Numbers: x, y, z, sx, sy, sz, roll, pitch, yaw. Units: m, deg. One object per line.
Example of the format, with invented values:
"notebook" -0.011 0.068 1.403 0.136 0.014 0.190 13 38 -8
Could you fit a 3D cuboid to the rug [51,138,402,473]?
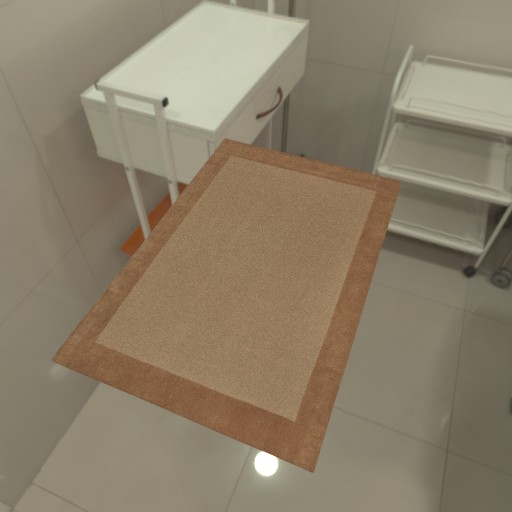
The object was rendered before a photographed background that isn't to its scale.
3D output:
"rug" 0.000 0.000 2.368 1.219 0.014 1.829 17 51 14
